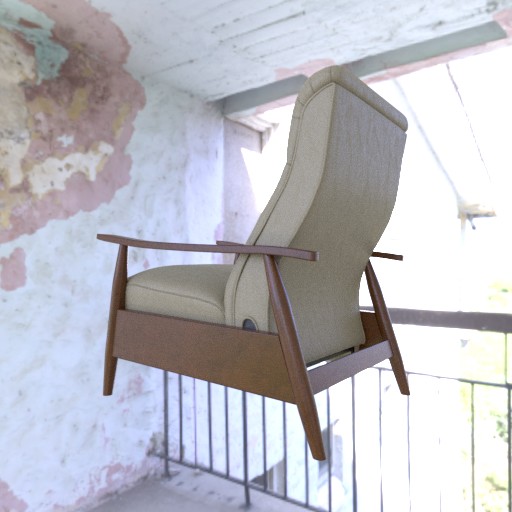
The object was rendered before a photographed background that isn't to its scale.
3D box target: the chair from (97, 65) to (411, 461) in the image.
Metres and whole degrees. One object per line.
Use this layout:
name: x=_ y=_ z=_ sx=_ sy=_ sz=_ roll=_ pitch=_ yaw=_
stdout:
chair: x=0.000 y=0.000 z=1.743 sx=1.014 sy=1.082 sz=0.762 roll=-1 pitch=-1 yaw=37
